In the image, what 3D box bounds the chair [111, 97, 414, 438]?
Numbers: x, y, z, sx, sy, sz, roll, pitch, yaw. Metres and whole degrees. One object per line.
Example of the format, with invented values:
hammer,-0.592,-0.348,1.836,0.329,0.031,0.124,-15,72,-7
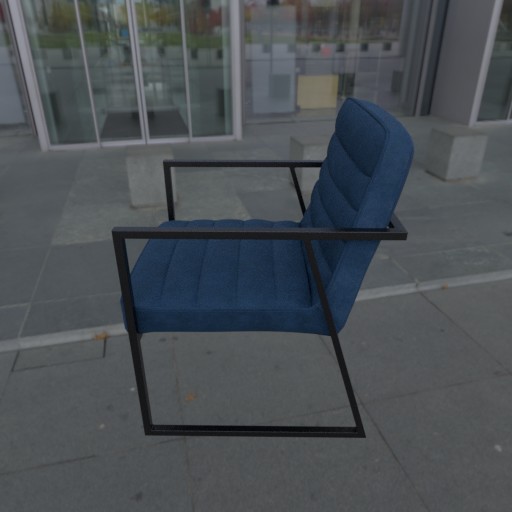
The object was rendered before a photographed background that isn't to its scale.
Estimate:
chair,0.000,0.000,1.288,0.677,0.833,0.571,0,27,1
